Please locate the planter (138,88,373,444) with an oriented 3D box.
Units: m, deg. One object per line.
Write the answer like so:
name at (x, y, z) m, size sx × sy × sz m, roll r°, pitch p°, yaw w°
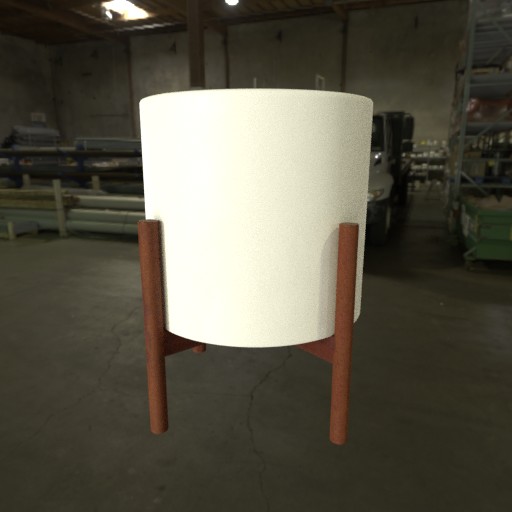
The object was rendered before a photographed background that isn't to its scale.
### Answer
planter at (0.000, 0.000, 0.888) m, size 0.421 × 0.581 × 0.420 m, roll 2°, pitch 14°, yaw 8°
